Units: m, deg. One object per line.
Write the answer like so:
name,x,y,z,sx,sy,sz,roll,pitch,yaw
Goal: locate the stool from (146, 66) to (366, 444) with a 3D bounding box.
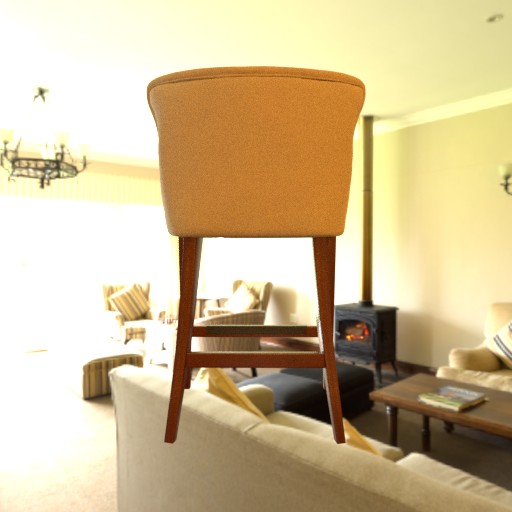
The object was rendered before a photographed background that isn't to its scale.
stool,0.000,0.000,1.324,0.601,0.951,0.570,0,1,1
